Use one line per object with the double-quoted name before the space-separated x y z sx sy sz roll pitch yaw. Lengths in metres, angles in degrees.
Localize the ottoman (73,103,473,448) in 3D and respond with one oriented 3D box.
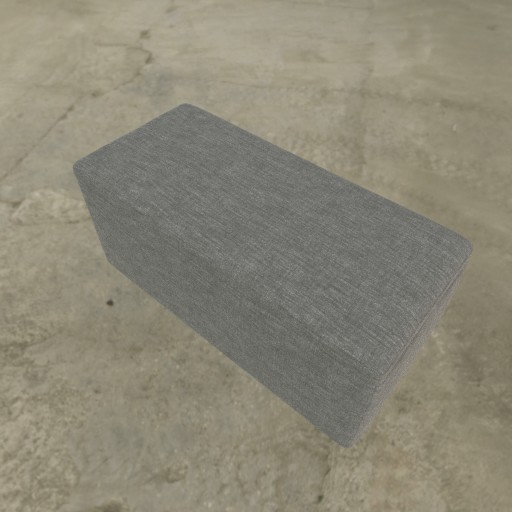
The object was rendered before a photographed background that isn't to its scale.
"ottoman" 0.000 0.000 1.155 0.902 0.432 0.419 32 56 25
